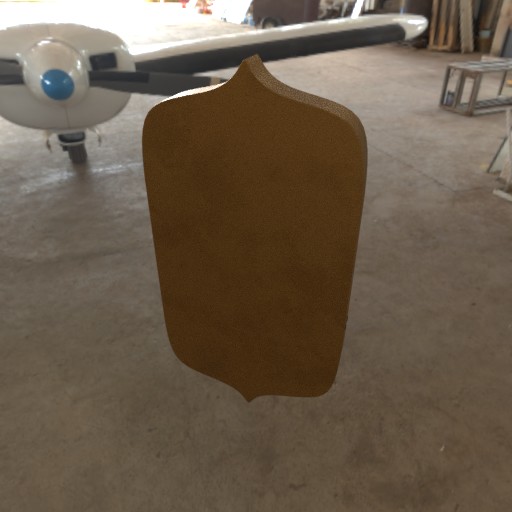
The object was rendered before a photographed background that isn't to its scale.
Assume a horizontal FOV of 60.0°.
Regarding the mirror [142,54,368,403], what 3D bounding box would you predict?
[{"bbox_3d":[0.000,0.000,0.734,0.323,0.613,0.096,10,33,15],"label":"mirror"}]
